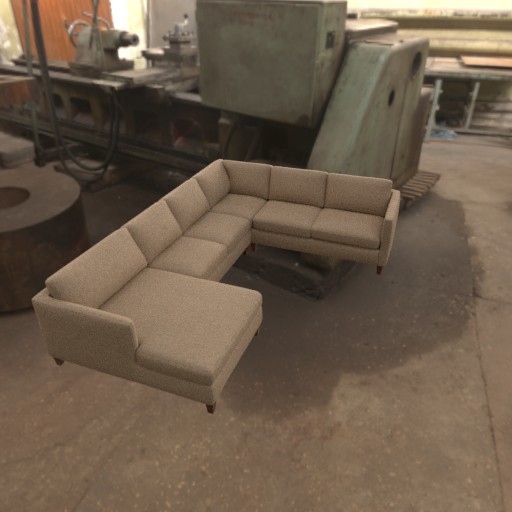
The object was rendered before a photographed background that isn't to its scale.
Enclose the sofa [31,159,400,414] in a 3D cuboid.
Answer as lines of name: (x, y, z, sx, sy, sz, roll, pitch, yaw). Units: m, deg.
sofa: (0.000, 0.000, 4.556, 2.551, 0.889, 3.403, 11, 32, 18)
